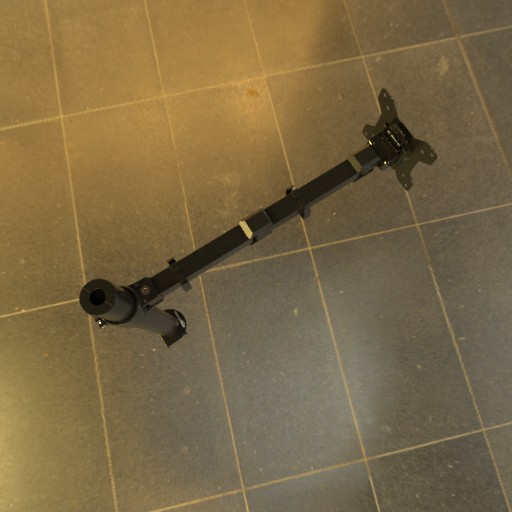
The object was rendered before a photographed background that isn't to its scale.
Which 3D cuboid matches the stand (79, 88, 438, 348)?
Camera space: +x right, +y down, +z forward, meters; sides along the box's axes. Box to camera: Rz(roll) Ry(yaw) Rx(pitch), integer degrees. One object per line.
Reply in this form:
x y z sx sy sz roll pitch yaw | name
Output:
0.000 0.000 0.732 0.456 0.510 0.115 -32 79 -7 | stand
